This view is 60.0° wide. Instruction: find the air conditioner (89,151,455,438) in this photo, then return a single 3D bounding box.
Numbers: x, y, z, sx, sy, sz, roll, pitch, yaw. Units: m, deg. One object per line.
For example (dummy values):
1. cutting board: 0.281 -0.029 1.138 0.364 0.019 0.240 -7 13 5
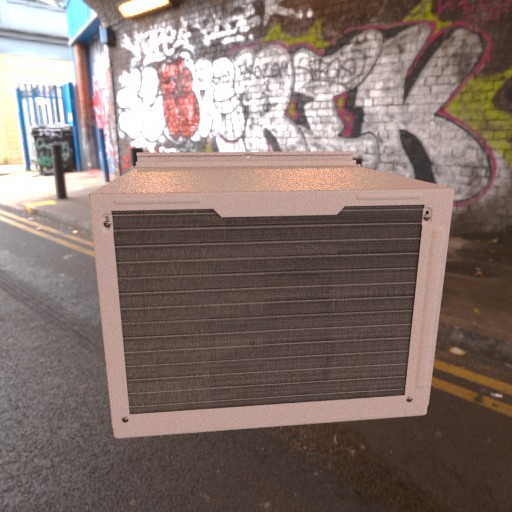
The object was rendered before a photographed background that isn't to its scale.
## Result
1. air conditioner: 0.000 0.000 0.878 0.503 0.388 0.546 -2 16 -6
